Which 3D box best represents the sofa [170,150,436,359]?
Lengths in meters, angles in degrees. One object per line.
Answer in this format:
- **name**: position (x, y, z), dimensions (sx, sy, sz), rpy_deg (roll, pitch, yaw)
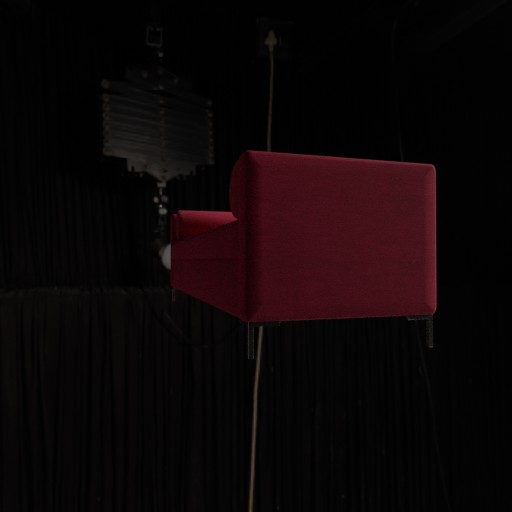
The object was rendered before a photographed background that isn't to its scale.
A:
- **sofa**: position (0.000, 0.000, 2.349), dimensions (0.686, 0.635, 1.981), rpy_deg (0, -1, -17)
